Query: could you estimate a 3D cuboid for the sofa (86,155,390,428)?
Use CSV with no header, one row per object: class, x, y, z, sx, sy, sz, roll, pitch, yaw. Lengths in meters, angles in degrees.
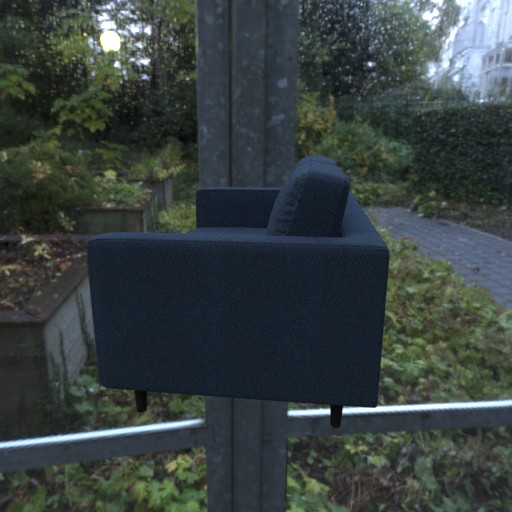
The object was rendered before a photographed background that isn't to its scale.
sofa,0.000,0.000,2.162,0.999,0.930,1.518,2,15,7
